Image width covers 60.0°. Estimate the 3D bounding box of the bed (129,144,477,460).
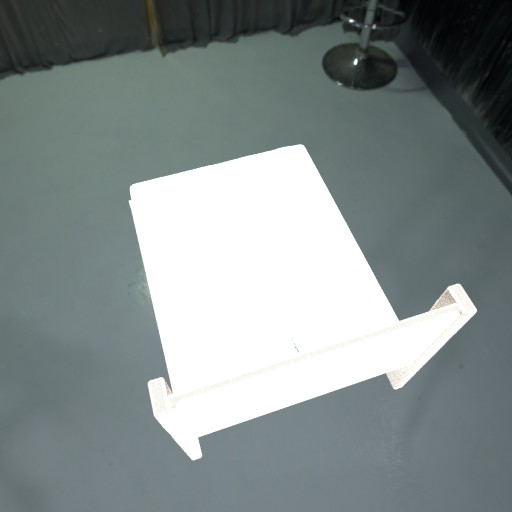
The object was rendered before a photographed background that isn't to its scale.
[{"bbox_3d":[0.000,0.000,3.443,1.778,1.471,2.293,-16,59,-10],"label":"bed"}]
